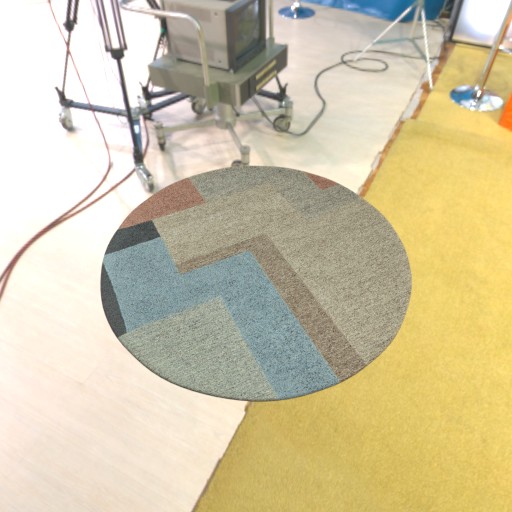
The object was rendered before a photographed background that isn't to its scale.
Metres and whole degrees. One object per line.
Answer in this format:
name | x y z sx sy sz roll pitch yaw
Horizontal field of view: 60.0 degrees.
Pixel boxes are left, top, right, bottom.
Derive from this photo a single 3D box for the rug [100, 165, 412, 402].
rug | 0.000 0.000 3.589 2.461 0.033 2.461 0 47 0
